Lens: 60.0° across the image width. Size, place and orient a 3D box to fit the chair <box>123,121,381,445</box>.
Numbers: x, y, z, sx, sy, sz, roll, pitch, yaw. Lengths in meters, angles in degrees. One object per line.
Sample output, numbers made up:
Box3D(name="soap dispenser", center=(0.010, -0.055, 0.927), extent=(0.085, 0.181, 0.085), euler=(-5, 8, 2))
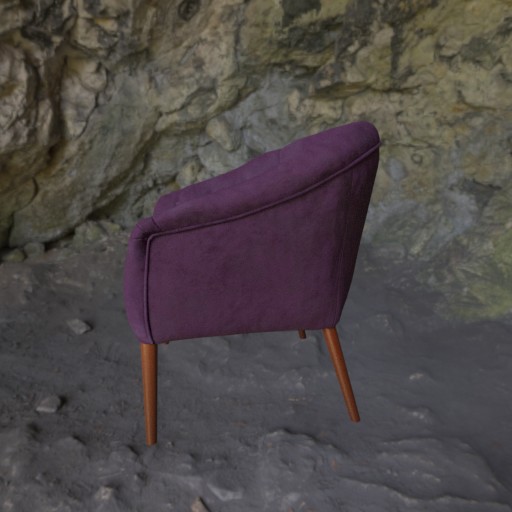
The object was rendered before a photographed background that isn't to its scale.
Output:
Box3D(name="chair", center=(0.000, 0.000, 1.511), extent=(0.776, 0.885, 0.851), euler=(-2, 12, -8))
